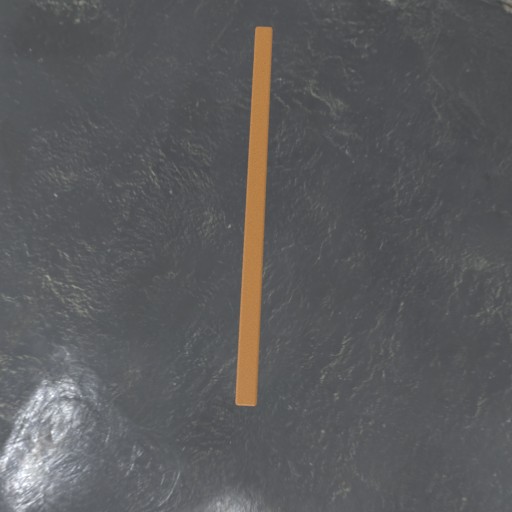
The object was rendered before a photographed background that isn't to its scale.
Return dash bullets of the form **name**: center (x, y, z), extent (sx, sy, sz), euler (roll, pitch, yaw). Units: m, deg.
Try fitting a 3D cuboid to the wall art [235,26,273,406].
- **wall art**: center (0.000, 0.000, 0.767), extent (0.022, 0.553, 0.452), euler (2, 76, 1)
